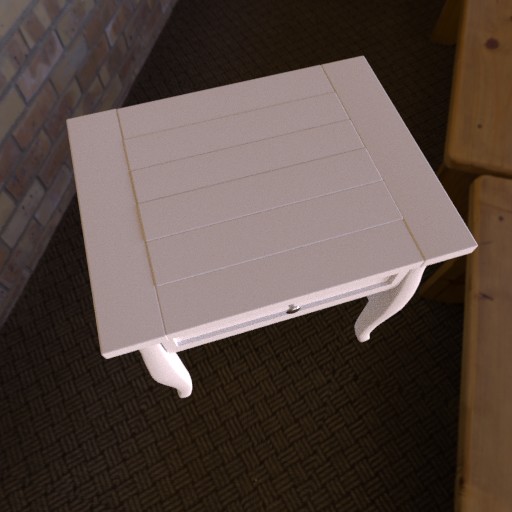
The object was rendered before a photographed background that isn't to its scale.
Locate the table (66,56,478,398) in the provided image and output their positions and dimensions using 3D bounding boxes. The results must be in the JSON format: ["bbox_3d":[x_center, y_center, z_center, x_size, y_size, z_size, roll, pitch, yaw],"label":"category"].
[{"bbox_3d":[0.000,0.000,1.033,0.599,0.605,0.463,-15,64,-8],"label":"table"}]
